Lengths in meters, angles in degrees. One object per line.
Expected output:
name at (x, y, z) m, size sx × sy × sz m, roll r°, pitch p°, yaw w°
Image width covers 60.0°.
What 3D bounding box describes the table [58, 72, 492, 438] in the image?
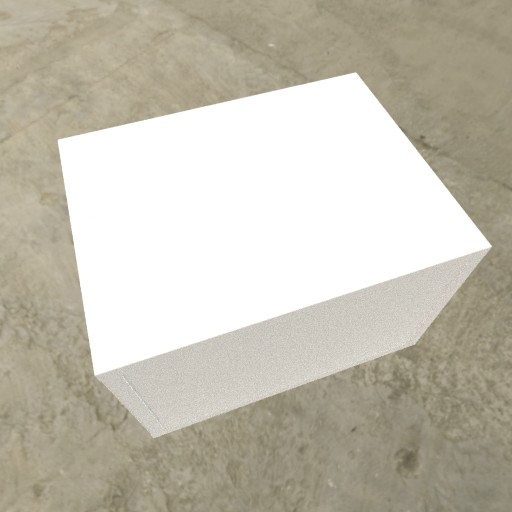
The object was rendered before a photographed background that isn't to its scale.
table at (0.000, 0.000, 0.786) m, size 0.517 × 0.357 × 0.399 m, roll -16°, pitch 58°, yaw -11°
